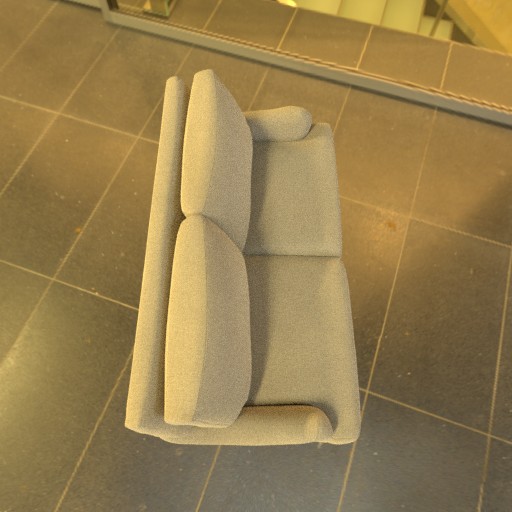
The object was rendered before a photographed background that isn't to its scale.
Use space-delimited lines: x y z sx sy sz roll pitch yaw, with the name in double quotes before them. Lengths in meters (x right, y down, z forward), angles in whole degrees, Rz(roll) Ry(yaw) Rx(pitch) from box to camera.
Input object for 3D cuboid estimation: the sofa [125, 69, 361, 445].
"sofa" 0.000 0.000 2.623 1.091 0.997 2.070 0 65 0
